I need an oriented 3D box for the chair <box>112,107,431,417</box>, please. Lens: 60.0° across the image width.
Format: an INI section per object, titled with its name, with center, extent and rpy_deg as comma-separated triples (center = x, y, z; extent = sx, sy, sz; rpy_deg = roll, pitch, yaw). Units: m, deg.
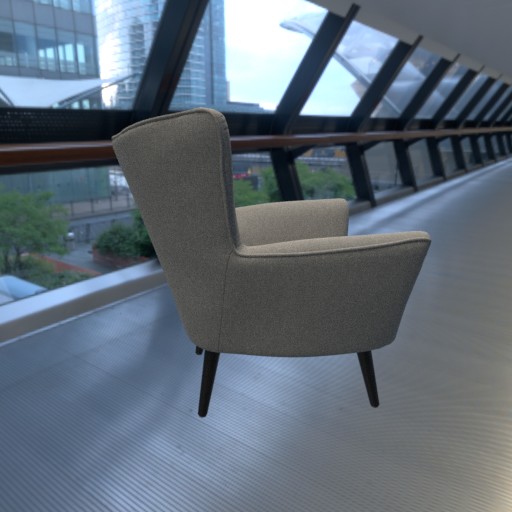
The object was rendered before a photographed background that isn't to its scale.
[chair]
center = 0.000, 0.000, 1.533
extent = 0.888, 0.933, 0.781
rpy_deg = -2, 15, -8
